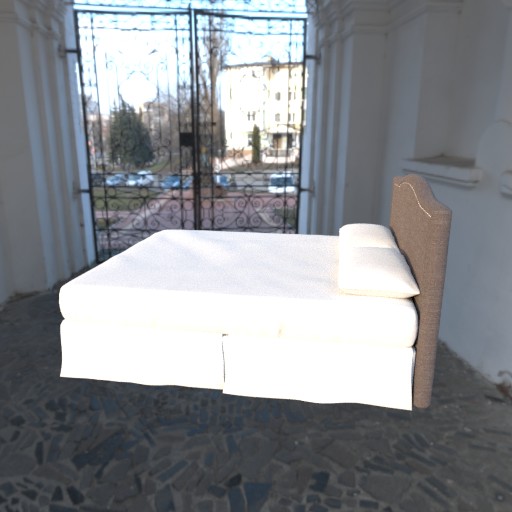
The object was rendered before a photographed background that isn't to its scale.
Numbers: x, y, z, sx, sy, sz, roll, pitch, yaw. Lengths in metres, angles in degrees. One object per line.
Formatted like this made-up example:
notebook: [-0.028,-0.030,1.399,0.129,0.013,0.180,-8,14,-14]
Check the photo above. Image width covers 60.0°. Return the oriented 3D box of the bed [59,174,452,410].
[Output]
bed: [0.000,0.000,3.925,2.689,1.457,2.161,3,16,10]
